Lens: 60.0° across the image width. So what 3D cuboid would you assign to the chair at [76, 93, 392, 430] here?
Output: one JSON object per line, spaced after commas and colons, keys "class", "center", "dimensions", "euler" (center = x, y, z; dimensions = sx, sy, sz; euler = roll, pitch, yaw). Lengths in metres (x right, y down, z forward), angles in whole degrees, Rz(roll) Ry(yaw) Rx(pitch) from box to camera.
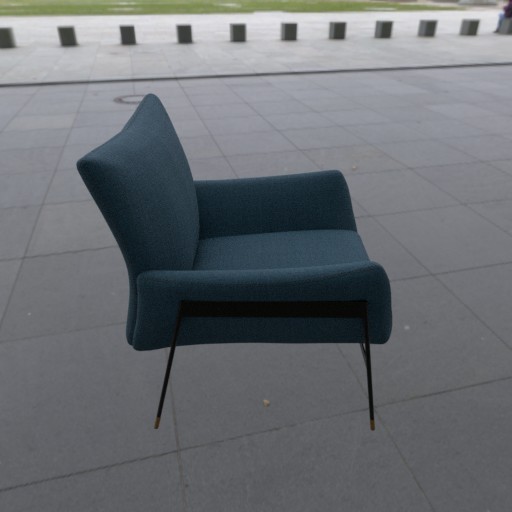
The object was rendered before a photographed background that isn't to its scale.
{"class": "chair", "center": [0.000, 0.000, 1.407], "dimensions": [0.769, 0.859, 0.678], "euler": [0, 31, 0]}
